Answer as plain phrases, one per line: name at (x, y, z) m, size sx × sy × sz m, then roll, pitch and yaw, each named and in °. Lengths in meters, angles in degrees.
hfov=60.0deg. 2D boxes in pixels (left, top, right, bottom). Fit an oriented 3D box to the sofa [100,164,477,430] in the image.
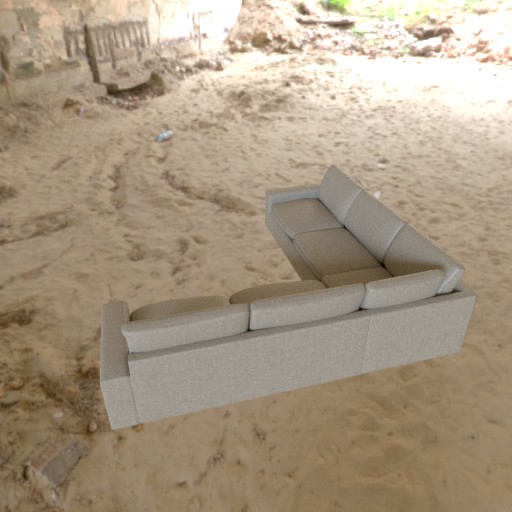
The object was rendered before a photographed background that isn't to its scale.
sofa at (0.000, 0.000, 4.163) m, size 2.742 × 0.800 × 2.622 m, roll -8°, pitch 32°, yaw -13°
